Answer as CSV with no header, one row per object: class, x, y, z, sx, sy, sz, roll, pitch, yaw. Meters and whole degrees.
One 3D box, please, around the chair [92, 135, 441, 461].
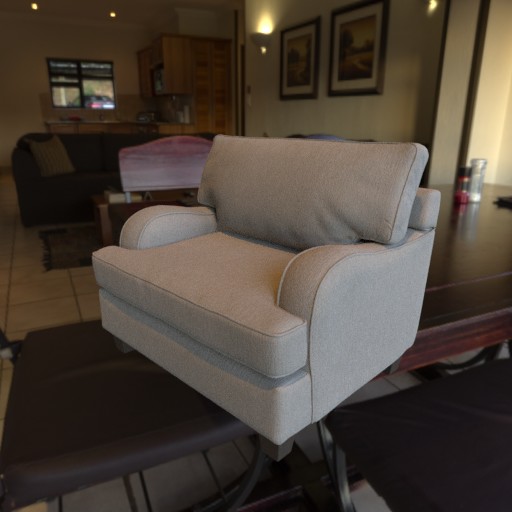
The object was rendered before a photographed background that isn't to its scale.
chair,0.000,0.000,2.000,1.041,1.016,1.220,-17,24,-42
